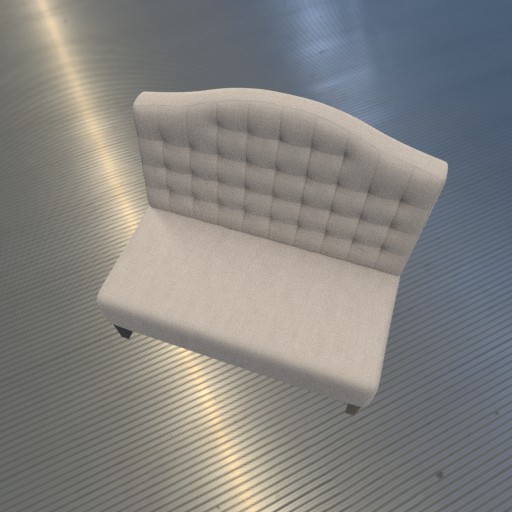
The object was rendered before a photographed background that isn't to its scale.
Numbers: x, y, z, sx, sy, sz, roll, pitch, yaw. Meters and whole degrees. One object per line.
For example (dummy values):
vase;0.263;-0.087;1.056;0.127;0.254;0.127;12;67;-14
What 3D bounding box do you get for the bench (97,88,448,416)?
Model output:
bench;0.000;0.000;2.017;1.335;1.180;0.815;16;60;10
